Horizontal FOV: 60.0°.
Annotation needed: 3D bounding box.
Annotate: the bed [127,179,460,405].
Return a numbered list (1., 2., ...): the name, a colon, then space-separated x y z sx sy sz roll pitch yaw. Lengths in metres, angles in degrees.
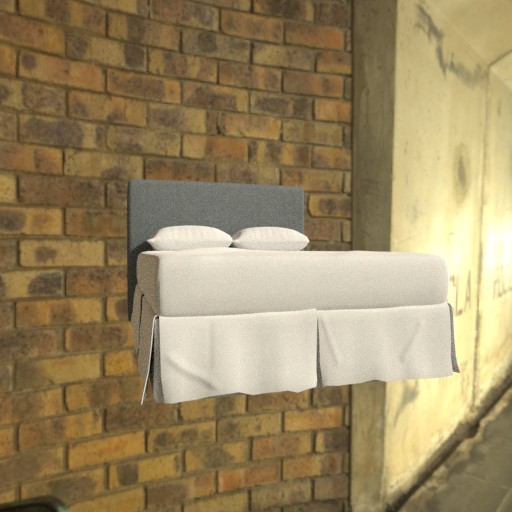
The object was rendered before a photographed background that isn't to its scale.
1. bed: 0.000 0.000 3.158 1.723 1.330 2.142 0 1 -17
